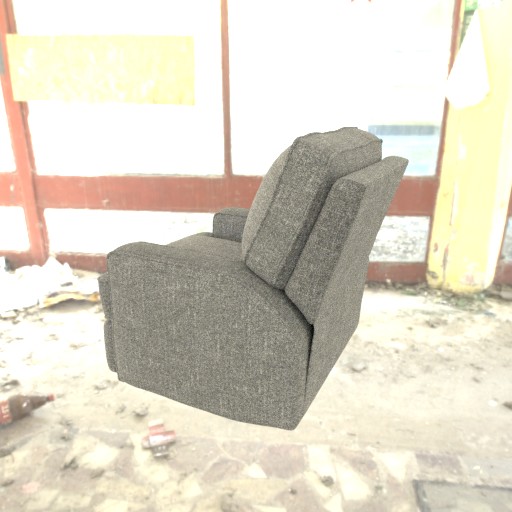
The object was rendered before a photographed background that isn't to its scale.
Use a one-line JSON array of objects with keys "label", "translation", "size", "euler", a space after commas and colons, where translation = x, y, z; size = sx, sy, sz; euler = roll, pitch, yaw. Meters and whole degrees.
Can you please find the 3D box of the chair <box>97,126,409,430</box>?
[{"label": "chair", "translation": [0.000, 0.000, 1.716], "size": [0.964, 0.962, 0.861], "euler": [9, 20, 25]}]
